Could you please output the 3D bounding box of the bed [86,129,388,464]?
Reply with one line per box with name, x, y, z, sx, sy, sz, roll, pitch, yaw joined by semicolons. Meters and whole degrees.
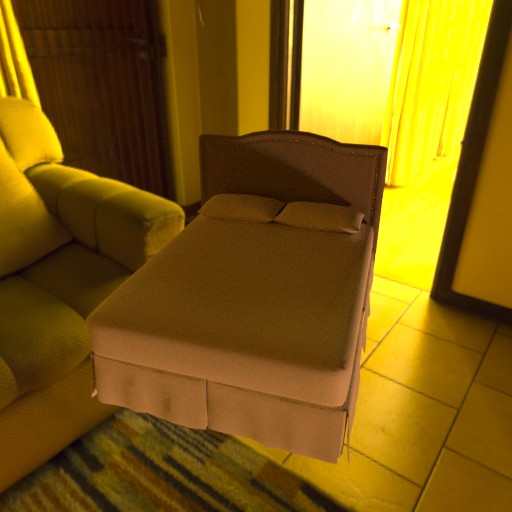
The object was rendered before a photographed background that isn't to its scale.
bed;0.000;0.000;3.292;1.744;1.441;2.128;8;28;15
